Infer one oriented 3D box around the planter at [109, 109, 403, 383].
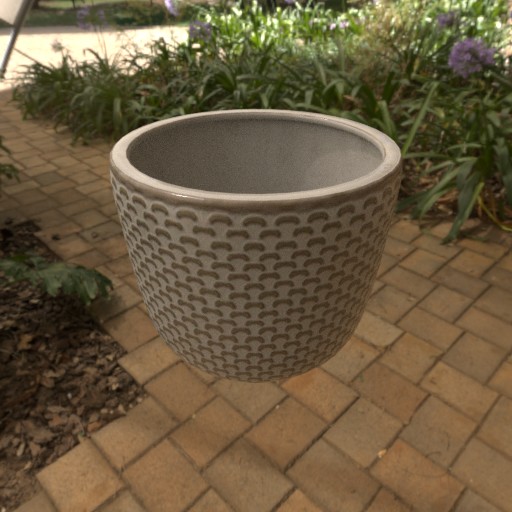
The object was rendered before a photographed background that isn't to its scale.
[{"bbox_3d":[0.000,0.000,0.308,0.173,0.160,0.173,0,32,0],"label":"planter"}]
